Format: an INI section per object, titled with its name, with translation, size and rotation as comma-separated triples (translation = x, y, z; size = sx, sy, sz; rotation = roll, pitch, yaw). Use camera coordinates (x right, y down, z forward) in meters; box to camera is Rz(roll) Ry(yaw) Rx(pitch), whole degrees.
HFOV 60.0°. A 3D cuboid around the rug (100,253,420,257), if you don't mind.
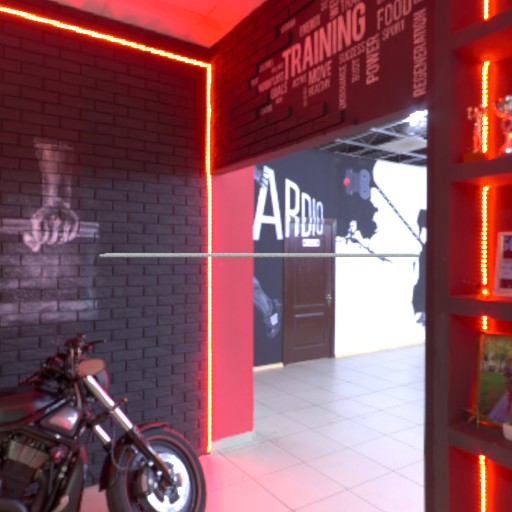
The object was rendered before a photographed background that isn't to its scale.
[rug]
translation = 0.000, 0.000, 1.440
size = 0.604, 0.007, 1.219
rotation = 0, 0, -1
